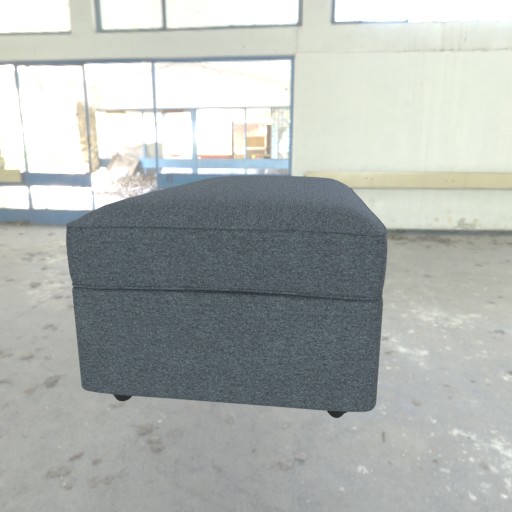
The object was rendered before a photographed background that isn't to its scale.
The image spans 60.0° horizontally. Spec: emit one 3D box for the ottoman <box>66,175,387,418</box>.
[{"bbox_3d":[0.000,0.000,1.486,0.681,0.494,1.173,2,13,8],"label":"ottoman"}]
